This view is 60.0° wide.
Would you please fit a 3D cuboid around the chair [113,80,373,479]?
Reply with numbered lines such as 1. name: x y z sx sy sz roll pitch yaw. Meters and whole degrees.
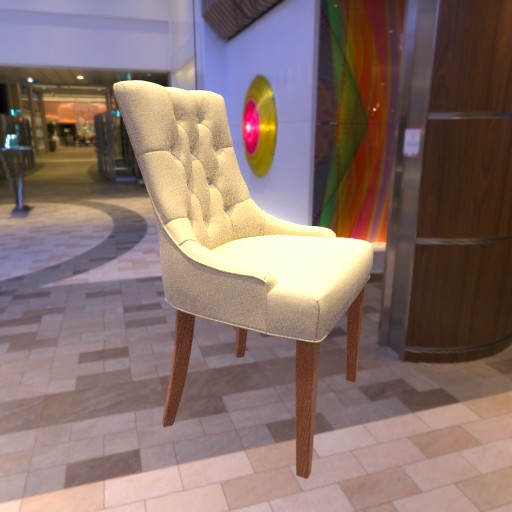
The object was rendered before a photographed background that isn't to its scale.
1. chair: 0.000 0.000 1.193 0.565 0.874 0.509 7 17 25
